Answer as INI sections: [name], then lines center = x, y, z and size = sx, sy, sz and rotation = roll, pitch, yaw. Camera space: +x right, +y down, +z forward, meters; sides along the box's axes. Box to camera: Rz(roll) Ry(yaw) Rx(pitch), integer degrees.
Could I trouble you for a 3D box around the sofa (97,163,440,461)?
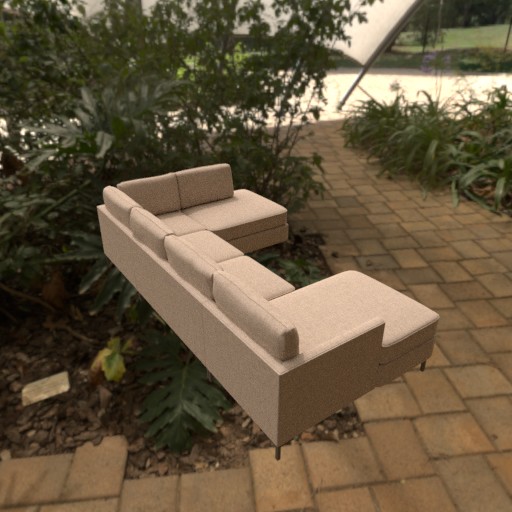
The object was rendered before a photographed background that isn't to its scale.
[sofa]
center = 0.000, 0.000, 4.362
size = 2.021, 0.996, 3.423
rotation = -18, 32, -31
